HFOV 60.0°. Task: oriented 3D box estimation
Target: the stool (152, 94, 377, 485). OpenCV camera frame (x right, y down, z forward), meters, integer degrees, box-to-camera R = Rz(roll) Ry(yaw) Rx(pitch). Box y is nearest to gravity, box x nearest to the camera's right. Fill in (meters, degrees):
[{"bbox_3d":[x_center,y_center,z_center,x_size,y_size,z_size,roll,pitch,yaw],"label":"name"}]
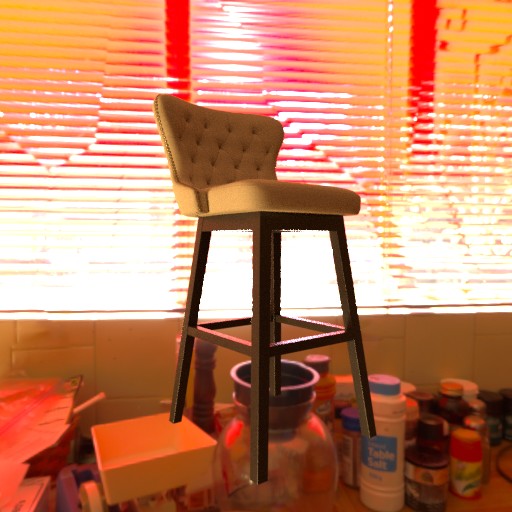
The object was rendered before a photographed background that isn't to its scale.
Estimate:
[{"bbox_3d":[0.000,0.000,1.412,0.528,1.066,0.605,-1,2,-37],"label":"stool"}]
